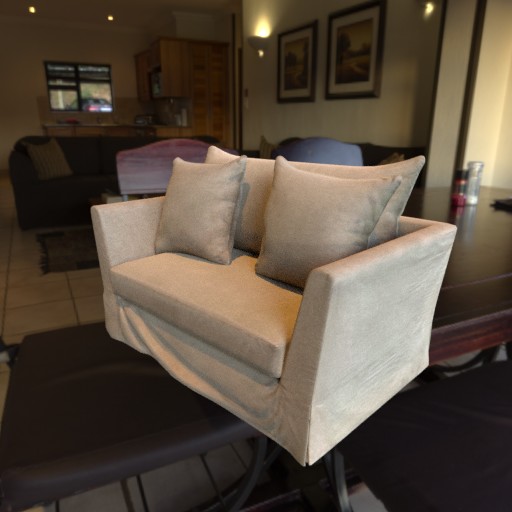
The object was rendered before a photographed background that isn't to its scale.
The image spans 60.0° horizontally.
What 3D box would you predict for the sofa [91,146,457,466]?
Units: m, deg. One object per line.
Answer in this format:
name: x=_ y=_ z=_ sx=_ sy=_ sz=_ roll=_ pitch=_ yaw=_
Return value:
sofa: x=0.000 y=0.000 z=2.266 sx=1.608 sy=1.040 sz=1.035 roll=16 pitch=23 yaw=42
